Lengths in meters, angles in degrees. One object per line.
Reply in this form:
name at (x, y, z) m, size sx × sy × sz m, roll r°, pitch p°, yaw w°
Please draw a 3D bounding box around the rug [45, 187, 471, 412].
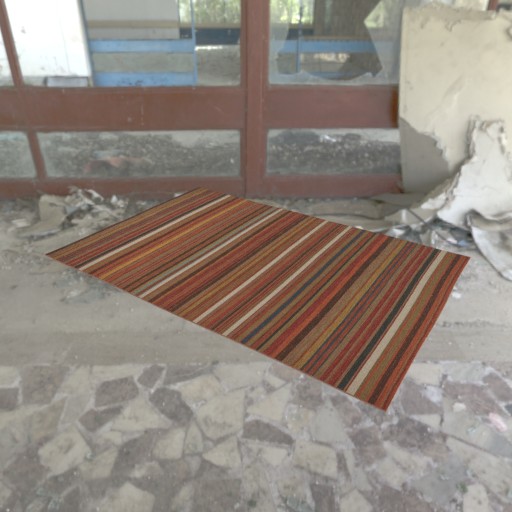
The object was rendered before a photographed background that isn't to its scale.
rug at (0.000, 0.000, 2.276) m, size 1.828 × 0.007 × 1.217 m, roll 18°, pitch 34°, yaw 30°
